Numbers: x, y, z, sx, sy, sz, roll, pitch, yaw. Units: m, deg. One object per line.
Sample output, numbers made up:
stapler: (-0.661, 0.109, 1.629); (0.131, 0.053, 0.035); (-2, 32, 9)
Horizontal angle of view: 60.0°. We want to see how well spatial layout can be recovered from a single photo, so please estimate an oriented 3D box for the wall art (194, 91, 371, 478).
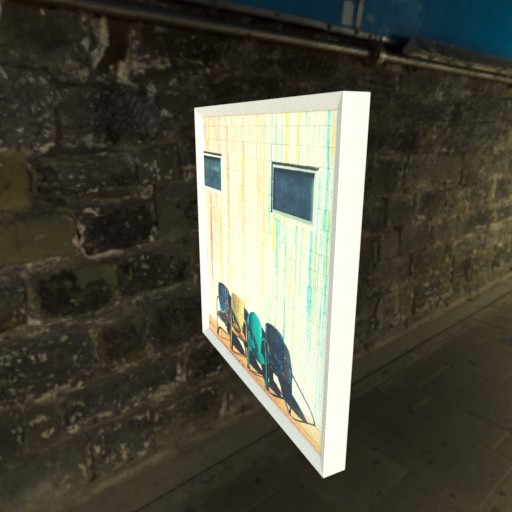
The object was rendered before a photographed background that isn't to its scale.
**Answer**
wall art: (0.000, 0.000, 0.774); (0.037, 0.508, 0.508); (-8, 18, -25)
